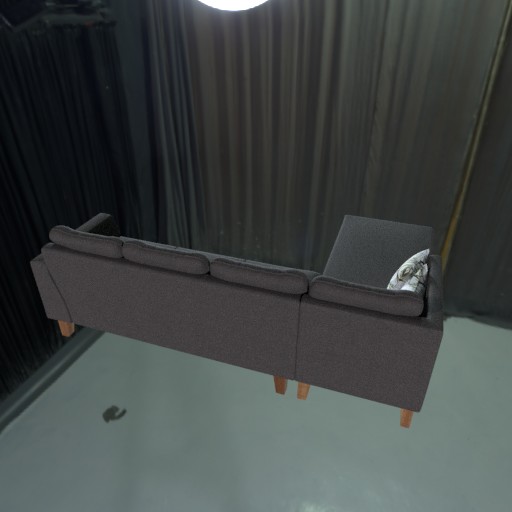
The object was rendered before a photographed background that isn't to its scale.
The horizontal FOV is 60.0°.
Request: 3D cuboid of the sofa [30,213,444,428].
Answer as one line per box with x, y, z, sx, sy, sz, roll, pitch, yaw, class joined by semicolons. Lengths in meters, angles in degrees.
0.000;0.000;3.524;2.679;0.932;1.829;10;33;16;sofa
